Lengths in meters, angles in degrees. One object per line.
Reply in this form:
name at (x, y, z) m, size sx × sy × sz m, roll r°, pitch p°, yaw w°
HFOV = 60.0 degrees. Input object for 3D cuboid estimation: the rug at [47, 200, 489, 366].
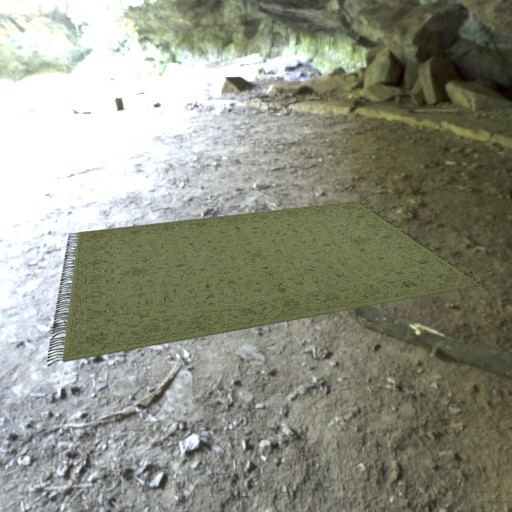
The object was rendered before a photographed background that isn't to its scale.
rug at (0.000, 0.000, 2.947) m, size 2.435 × 0.010 × 1.544 m, roll -8°, pitch 28°, yaw -15°
